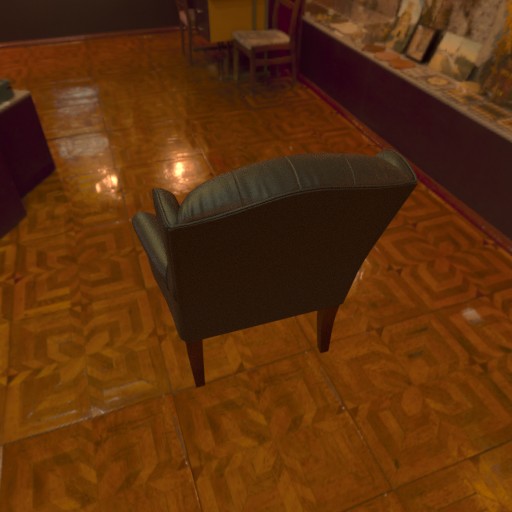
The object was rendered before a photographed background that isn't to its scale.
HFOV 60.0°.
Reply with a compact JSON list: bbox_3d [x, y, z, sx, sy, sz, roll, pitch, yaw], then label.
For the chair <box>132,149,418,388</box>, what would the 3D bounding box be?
[{"bbox_3d":[0.000,0.000,1.673,0.838,1.111,0.762,-12,43,-13],"label":"chair"}]
